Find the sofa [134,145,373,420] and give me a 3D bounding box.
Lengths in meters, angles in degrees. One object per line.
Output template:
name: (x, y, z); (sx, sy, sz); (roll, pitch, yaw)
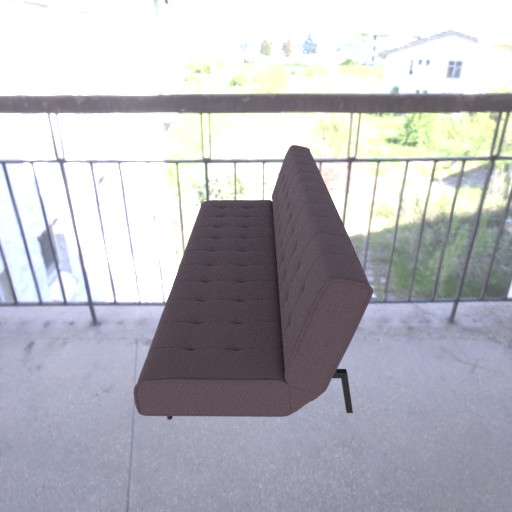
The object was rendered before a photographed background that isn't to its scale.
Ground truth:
sofa: (0.000, 0.000, 2.106); (0.747, 0.699, 1.703); (0, 26, 0)
